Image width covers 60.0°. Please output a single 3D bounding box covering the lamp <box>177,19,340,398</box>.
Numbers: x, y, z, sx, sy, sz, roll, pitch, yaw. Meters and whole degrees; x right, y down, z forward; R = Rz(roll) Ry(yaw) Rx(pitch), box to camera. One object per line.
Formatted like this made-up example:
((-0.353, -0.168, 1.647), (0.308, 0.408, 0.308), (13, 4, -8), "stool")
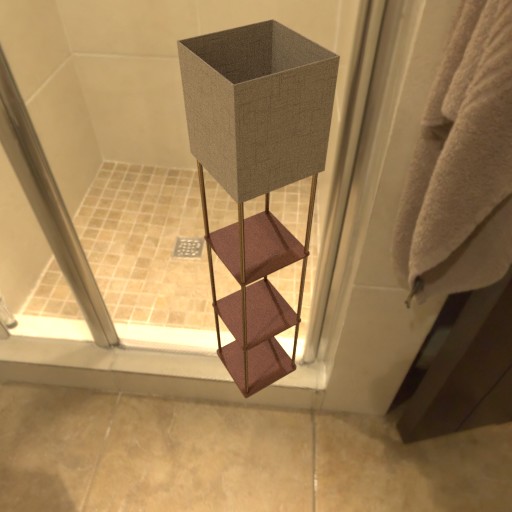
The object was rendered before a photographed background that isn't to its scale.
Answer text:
((0.000, 0.000, 1.721), (0.310, 1.569, 0.308), (-24, 51, -21), "lamp")
